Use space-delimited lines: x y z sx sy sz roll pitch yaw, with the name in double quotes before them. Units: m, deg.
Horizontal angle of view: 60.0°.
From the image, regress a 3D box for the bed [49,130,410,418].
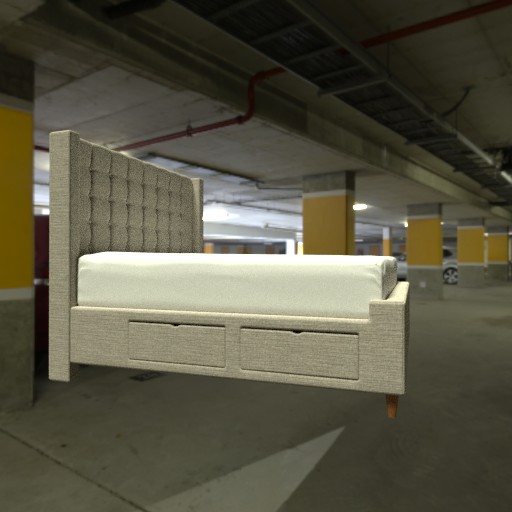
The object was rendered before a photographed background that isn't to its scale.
"bed" 0.000 0.000 3.657 2.372 1.748 2.044 0 0 20
